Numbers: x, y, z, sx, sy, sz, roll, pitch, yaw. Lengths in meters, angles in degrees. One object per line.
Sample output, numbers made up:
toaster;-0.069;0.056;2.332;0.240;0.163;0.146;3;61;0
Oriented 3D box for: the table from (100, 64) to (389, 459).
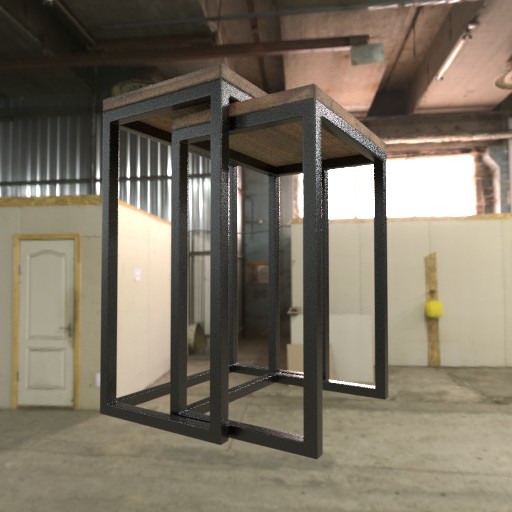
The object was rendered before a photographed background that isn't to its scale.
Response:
table;0.000;0.000;0.936;0.460;0.615;0.456;-1;-2;34
